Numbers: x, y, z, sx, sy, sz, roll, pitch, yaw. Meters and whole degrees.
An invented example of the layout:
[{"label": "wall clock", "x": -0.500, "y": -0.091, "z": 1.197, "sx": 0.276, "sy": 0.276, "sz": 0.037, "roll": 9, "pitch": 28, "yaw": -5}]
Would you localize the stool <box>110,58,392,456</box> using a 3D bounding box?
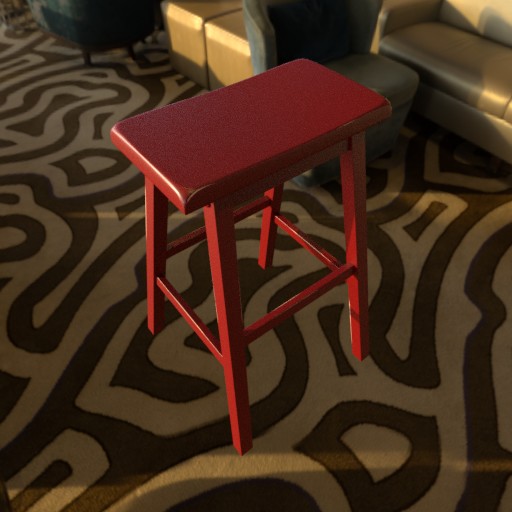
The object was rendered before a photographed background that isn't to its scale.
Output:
[{"label": "stool", "x": 0.000, "y": 0.000, "z": 1.041, "sx": 0.457, "sy": 0.737, "sz": 0.476, "roll": -30, "pitch": 53, "yaw": -25}]
